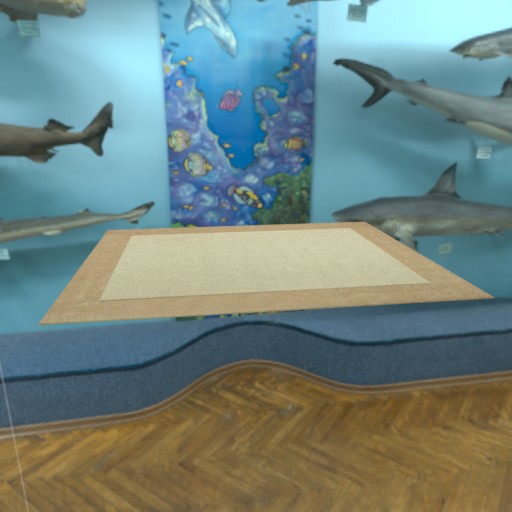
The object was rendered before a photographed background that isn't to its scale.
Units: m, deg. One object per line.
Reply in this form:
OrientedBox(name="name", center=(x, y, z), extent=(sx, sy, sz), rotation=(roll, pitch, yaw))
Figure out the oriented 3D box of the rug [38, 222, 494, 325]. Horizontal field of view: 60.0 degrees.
OrientedBox(name="rug", center=(0.000, 0.000, 4.073), extent=(3.048, 0.014, 2.438), rotation=(-2, 17, -8))
